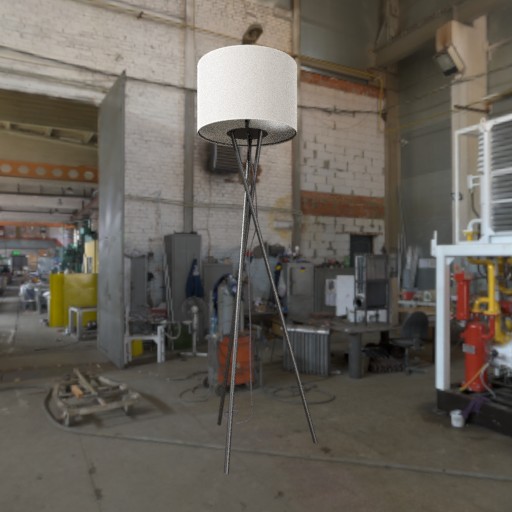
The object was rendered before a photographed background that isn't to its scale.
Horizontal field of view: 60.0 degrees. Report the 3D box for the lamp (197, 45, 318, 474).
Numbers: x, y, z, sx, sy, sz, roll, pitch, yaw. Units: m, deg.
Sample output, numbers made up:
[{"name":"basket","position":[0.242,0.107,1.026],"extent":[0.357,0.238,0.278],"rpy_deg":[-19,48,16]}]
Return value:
[{"name":"lamp","position":[0.000,0.000,1.948],"extent":[0.522,1.624,0.667],"rpy_deg":[0,-1,18]}]
